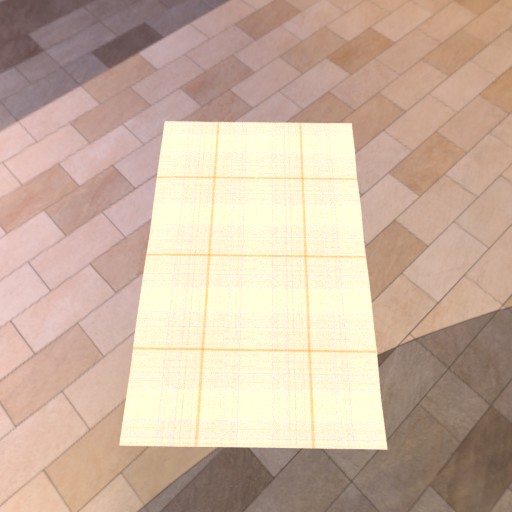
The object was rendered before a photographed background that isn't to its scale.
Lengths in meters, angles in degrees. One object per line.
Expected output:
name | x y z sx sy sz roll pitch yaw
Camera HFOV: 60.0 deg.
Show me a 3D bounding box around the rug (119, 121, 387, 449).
rug | 0.000 0.000 3.069 1.527 0.016 2.442 1 63 0
